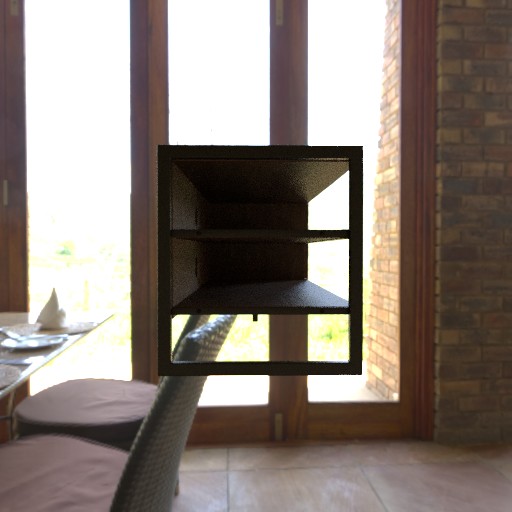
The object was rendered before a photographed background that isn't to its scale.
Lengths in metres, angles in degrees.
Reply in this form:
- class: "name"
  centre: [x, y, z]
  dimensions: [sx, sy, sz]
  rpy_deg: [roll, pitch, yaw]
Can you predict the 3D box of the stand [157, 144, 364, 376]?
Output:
- class: "stand"
  centre: [0.000, 0.000, 1.709]
  dimensions: [0.454, 0.506, 1.480]
  rpy_deg: [0, 1, -1]
